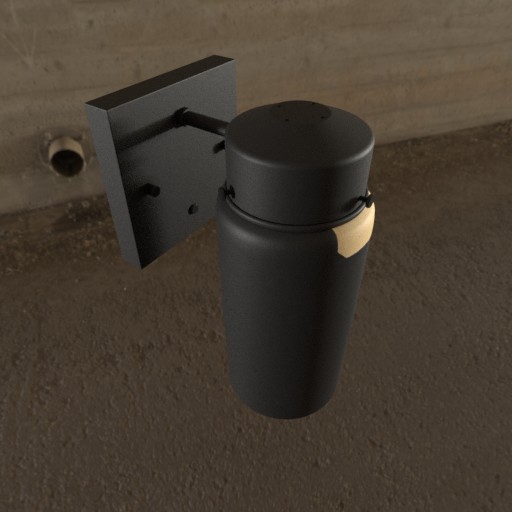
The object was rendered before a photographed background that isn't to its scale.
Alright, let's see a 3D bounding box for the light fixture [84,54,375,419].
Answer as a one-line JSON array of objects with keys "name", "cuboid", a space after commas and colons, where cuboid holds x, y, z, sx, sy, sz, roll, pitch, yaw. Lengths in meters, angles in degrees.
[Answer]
[{"name": "light fixture", "cuboid": [0.000, 0.000, 0.363, 0.176, 0.257, 0.130, 24, 46, 26]}]
